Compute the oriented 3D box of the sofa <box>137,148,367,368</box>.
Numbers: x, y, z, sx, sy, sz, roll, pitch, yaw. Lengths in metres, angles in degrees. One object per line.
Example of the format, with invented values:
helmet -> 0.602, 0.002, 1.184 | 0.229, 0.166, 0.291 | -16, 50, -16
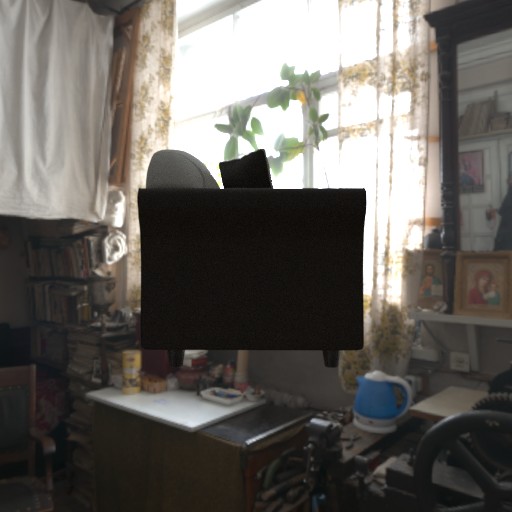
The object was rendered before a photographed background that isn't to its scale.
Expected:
sofa -> 0.000, 0.000, 2.436 | 0.755, 0.787, 2.001 | 0, 0, 1
